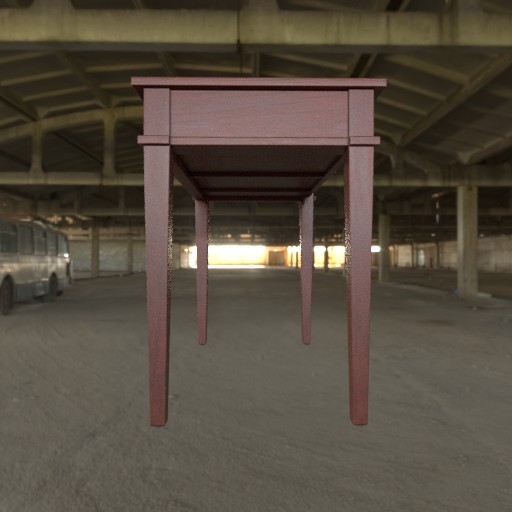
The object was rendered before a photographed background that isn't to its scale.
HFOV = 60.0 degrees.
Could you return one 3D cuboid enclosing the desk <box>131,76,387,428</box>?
[{"bbox_3d":[0.000,0.000,1.448,0.549,0.762,1.001,0,0,-1],"label":"desk"}]
